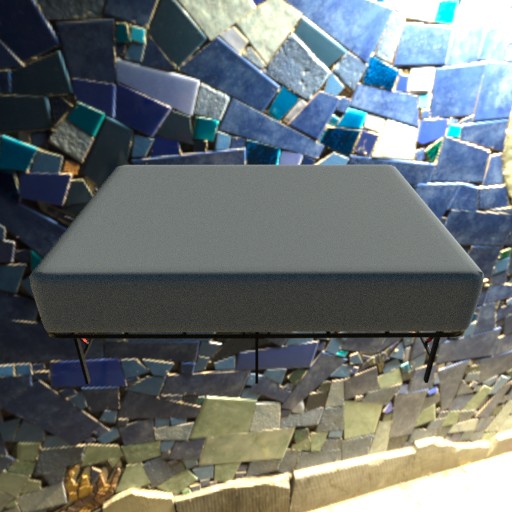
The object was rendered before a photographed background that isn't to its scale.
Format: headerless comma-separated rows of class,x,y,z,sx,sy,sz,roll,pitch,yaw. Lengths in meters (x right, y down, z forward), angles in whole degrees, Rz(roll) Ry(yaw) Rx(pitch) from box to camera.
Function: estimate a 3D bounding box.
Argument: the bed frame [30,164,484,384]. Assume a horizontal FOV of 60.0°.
bed frame,0.000,0.000,2.746,2.037,0.677,1.528,0,30,0
